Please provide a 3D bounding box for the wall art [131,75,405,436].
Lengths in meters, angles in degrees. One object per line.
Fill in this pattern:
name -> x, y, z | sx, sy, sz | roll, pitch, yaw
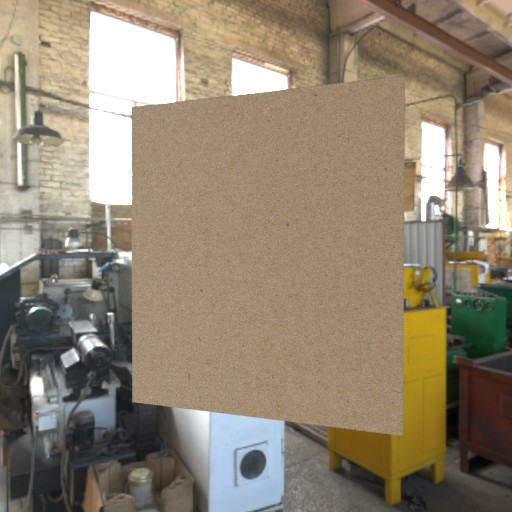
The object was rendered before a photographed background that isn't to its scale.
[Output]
wall art -> 0.000, 0.000, 1.192 | 0.755, 0.863, 0.028 | 0, 1, 18
